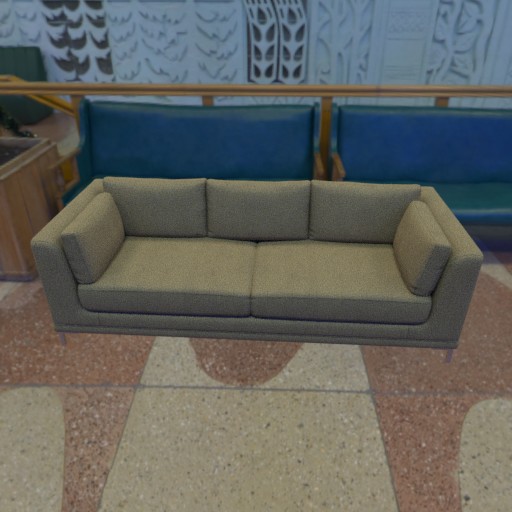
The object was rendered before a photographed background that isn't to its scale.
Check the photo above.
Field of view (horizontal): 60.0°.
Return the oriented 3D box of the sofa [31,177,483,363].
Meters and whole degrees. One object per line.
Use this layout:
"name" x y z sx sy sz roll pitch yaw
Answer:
"sofa" 0.000 0.000 2.888 2.415 0.867 0.969 2 30 3
